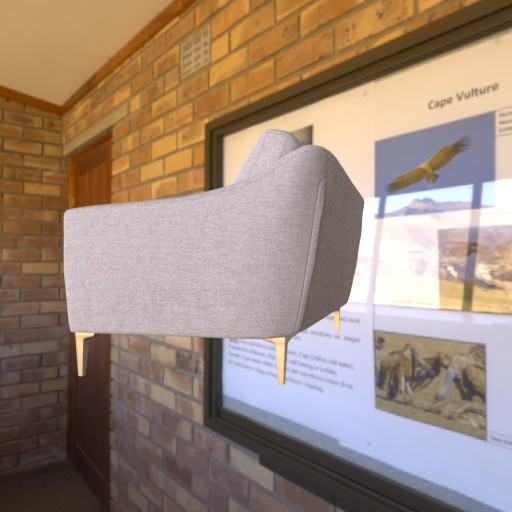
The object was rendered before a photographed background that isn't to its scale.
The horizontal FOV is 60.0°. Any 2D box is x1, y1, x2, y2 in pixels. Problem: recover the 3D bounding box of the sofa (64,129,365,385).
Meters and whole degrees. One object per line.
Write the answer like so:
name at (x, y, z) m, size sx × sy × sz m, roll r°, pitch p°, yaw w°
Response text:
sofa at (0.000, 0.000, 2.207) m, size 0.960 × 0.904 × 1.619 m, roll 0°, pitch -1°, yaw 19°
